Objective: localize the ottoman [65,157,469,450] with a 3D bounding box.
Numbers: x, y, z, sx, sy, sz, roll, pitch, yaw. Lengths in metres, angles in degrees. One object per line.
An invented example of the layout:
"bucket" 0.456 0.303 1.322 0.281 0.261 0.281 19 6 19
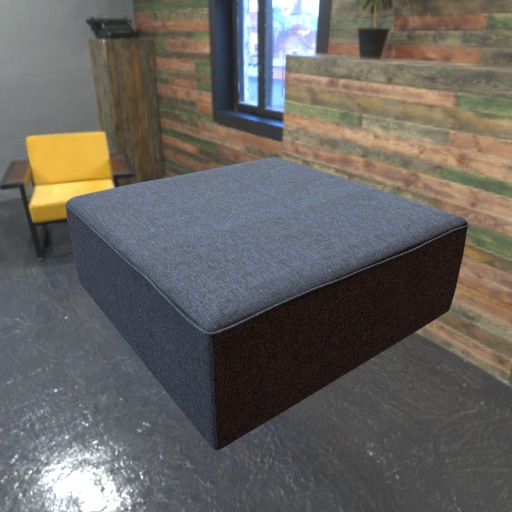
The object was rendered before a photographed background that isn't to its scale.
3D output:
"ottoman" 0.000 0.000 1.594 1.023 0.423 1.017 -19 32 -32
